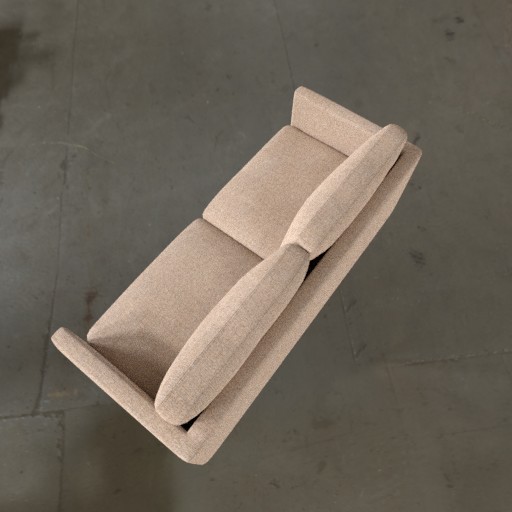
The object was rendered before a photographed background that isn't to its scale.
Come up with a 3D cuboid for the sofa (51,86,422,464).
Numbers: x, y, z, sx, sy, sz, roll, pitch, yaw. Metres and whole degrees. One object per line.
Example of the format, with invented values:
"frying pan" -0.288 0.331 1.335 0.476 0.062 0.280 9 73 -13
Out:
"sofa" 0.000 0.000 2.690 0.951 0.965 2.208 34 69 16
